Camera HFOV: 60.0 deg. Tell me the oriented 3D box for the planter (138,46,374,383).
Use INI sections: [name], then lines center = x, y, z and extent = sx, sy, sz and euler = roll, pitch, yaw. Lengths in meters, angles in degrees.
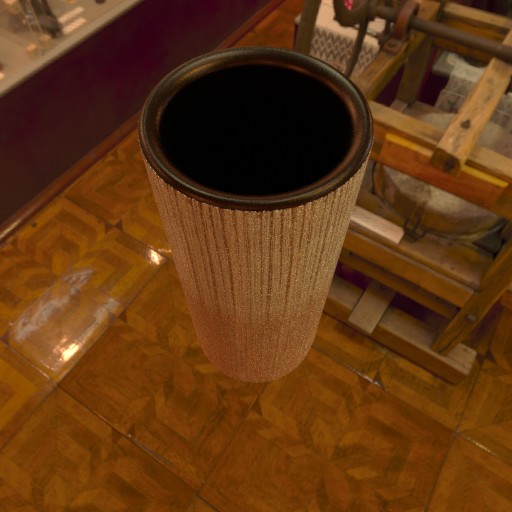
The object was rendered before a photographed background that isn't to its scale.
[planter]
center = 0.000, 0.000, 0.283
extent = 0.100, 0.227, 0.100
euler = 31, 63, 18
